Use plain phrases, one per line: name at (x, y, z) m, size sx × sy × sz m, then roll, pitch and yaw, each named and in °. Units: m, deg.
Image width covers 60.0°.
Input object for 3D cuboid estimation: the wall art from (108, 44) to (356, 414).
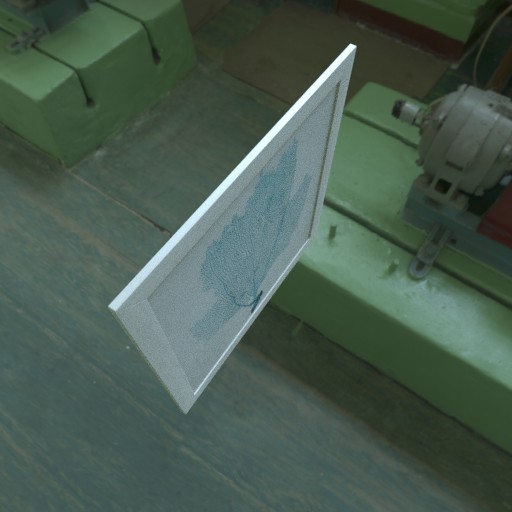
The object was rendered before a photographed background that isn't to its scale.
wall art at (0.000, 0.000, 0.875) m, size 0.013 × 0.584 × 0.584 m, roll 30°, pitch 64°, yaw 17°
